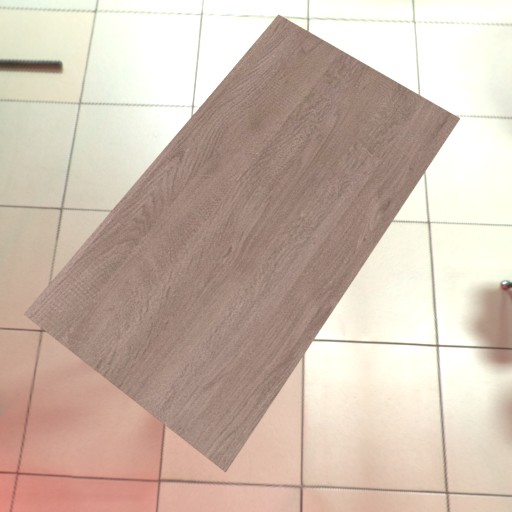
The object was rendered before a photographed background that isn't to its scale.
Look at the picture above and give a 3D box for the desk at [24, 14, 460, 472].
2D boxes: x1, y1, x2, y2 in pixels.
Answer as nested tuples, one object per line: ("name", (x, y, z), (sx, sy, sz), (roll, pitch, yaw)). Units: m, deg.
("desk", (0.000, 0.000, 1.287), (0.498, 0.724, 0.893), (34, 77, 9))
